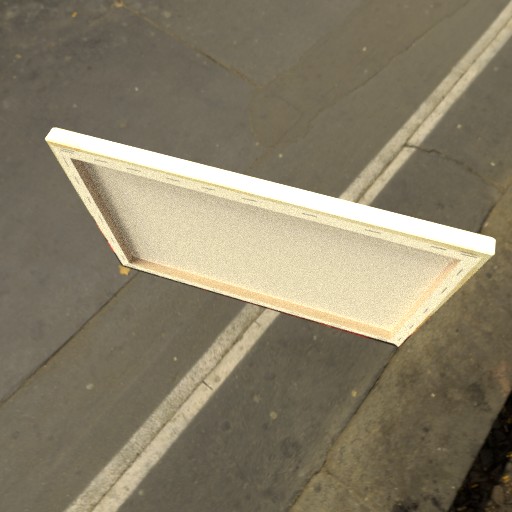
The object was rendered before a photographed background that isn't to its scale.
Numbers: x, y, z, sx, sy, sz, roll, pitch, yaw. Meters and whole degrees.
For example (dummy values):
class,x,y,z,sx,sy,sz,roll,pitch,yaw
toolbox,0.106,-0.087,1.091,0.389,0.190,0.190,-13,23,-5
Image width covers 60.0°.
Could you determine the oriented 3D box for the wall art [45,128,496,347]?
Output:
class,x,y,z,sx,sy,sz,roll,pitch,yaw
wall art,0.000,0.000,1.141,0.918,0.602,0.038,16,64,8
